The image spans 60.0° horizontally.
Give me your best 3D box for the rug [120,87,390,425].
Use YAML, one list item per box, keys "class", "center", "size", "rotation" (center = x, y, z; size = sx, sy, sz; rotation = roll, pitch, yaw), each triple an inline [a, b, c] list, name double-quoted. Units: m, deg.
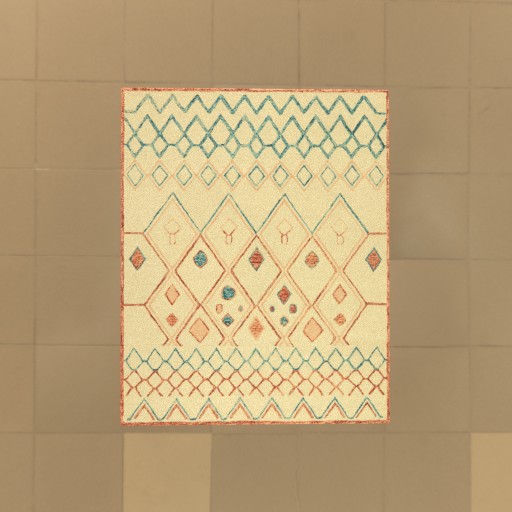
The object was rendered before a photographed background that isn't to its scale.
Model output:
- class: "rug"
  center: [0.000, 0.000, 4.031]
  size: [2.441, 0.016, 3.050]
  rotation: [0, 89, -1]
